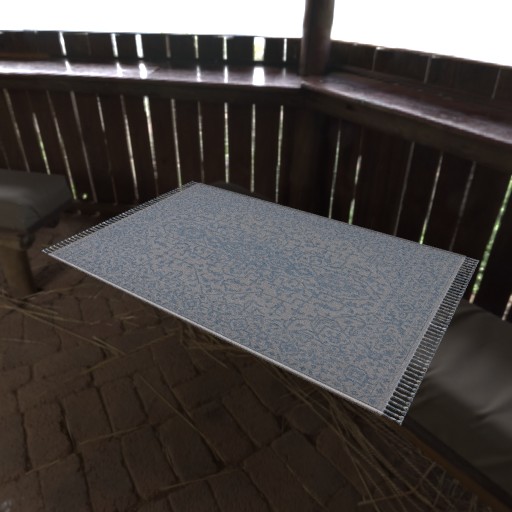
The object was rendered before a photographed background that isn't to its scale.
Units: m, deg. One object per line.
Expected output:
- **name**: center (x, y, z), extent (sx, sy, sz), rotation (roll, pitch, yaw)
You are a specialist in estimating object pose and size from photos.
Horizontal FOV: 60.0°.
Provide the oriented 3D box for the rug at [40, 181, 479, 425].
- **rug**: center (0.000, 0.000, 2.903), extent (2.438, 0.010, 1.524), rotation (19, 36, 29)
